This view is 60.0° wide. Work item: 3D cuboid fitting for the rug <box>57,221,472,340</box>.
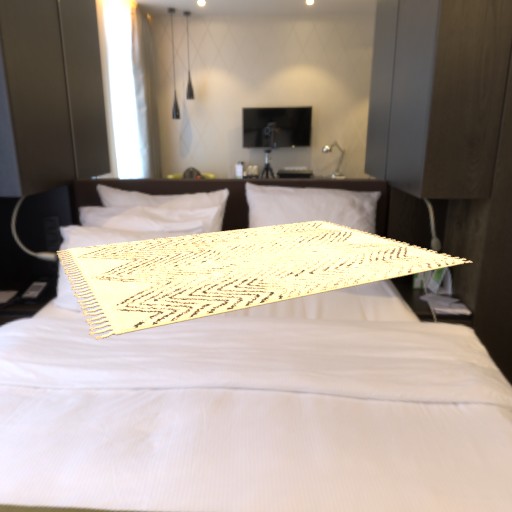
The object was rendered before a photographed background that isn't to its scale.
[{"bbox_3d":[0.000,0.000,2.330,1.847,0.014,1.230,-8,18,-28],"label":"rug"}]
